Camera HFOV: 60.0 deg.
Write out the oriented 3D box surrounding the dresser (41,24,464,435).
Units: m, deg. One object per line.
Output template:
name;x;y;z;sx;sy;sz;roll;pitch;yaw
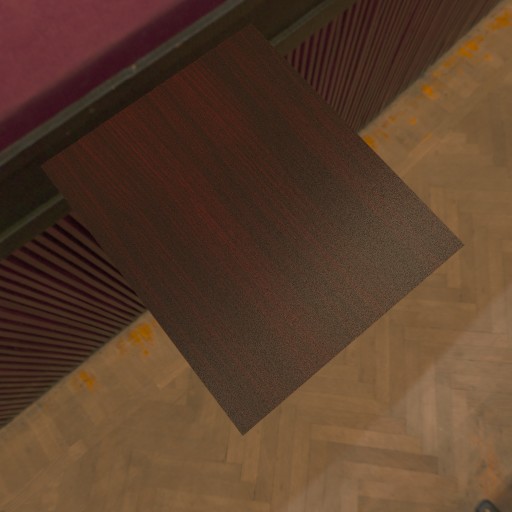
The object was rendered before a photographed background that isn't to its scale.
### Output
dresser;0.000;0.000;0.806;0.360;0.560;0.400;-38;79;-9
